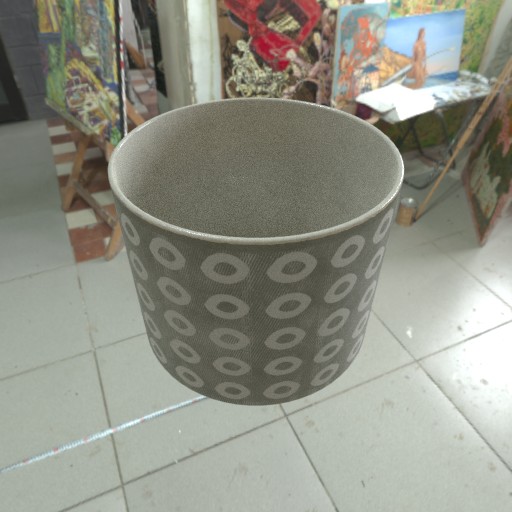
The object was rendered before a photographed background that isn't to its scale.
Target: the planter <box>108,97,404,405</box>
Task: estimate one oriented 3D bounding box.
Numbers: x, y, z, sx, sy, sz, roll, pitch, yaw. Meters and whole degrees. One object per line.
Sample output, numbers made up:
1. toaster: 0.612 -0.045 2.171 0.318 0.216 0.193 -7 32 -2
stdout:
1. planter: 0.000 0.000 0.462 0.250 0.239 0.250 0 40 0
